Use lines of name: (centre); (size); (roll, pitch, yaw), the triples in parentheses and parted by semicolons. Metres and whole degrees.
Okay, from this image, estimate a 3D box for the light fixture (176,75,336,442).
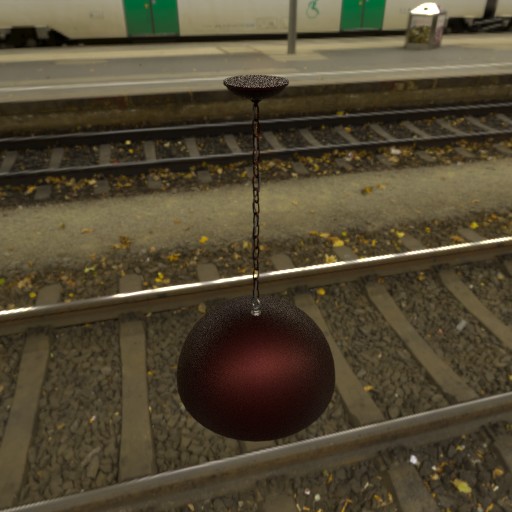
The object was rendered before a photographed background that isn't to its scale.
light fixture: (0.000, 0.000, 1.164); (0.492, 0.869, 0.492); (-21, 37, -30)
